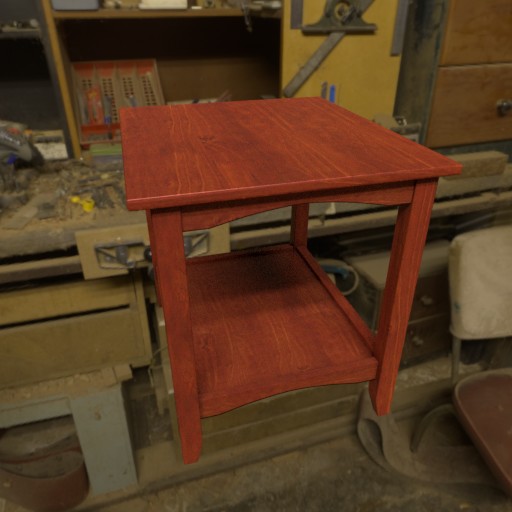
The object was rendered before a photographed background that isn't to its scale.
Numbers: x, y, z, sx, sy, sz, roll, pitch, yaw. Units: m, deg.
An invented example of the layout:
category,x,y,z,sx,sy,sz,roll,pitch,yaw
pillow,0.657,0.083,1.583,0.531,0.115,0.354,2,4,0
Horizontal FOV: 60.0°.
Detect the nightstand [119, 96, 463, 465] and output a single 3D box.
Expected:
category,x,y,z,sx,sy,sz,roll,pitch,yaw
nightstand,0.000,0.000,0.991,0.501,0.558,0.558,-8,31,-14
